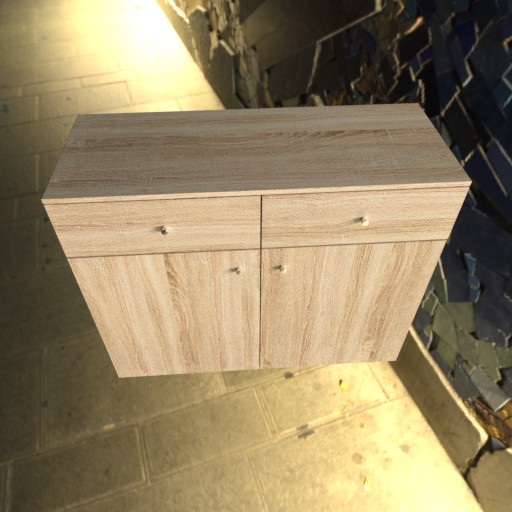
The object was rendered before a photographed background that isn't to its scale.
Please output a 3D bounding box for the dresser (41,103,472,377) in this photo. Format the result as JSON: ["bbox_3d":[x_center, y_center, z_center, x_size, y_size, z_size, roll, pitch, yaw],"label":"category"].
[{"bbox_3d":[0.000,0.000,1.594,1.100,0.900,0.450,-3,46,-3],"label":"dresser"}]
